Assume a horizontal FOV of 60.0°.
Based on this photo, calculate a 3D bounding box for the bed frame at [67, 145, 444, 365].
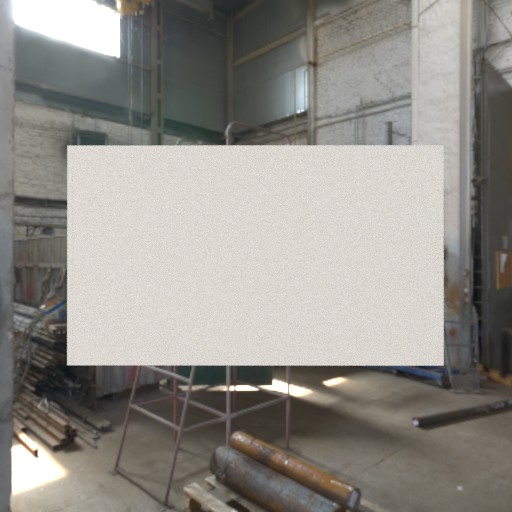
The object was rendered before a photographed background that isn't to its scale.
[{"bbox_3d":[0.000,0.000,3.064,1.711,1.001,2.100,0,0,0],"label":"bed frame"}]
